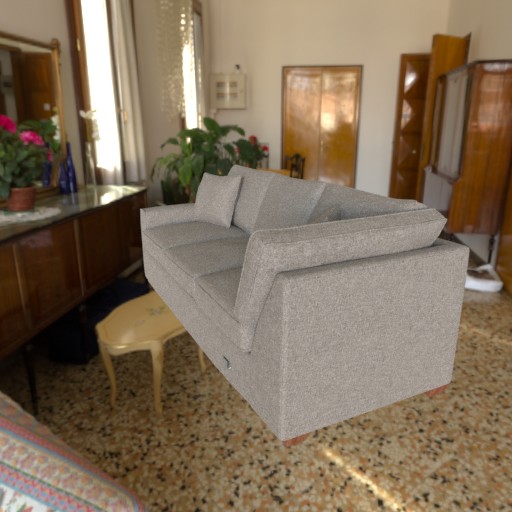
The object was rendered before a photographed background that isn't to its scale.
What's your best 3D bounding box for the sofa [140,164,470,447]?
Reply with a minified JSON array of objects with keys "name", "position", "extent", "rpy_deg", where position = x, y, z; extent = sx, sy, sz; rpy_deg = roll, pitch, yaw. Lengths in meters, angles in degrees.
[{"name":"sofa","position":[0.000,0.000,2.853],"extent":[1.061,0.962,2.317],"rpy_deg":[-8,19,-26]}]
